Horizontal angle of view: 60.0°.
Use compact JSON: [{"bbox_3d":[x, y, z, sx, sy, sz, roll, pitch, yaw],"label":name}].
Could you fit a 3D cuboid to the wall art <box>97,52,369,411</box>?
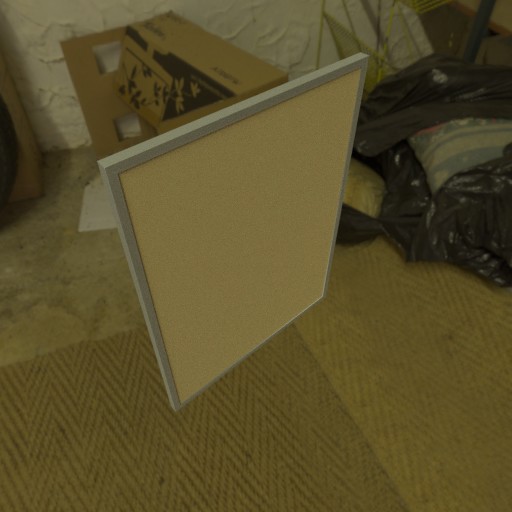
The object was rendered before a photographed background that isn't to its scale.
[{"bbox_3d":[0.000,0.000,1.399,0.789,1.042,0.034,-33,54,-28],"label":"wall art"}]
